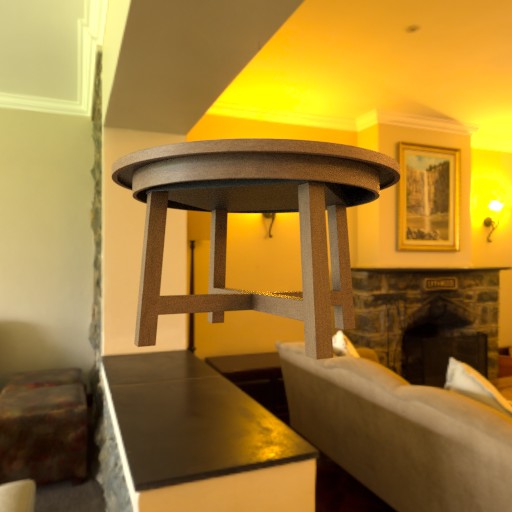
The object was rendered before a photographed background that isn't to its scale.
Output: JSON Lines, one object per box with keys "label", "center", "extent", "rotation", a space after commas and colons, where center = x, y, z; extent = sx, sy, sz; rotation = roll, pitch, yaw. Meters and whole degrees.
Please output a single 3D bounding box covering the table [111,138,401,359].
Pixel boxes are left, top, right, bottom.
{"label": "table", "center": [0.000, 0.000, 2.123], "extent": [1.319, 0.762, 1.319], "rotation": [0, -1, 0]}
